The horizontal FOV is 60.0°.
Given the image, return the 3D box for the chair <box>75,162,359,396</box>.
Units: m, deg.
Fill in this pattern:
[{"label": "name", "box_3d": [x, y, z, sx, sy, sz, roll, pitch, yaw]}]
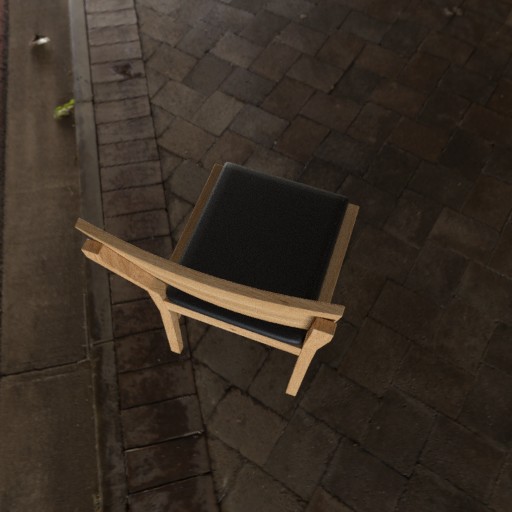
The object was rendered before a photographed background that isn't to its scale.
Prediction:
[{"label": "chair", "box_3d": [0.000, 0.000, 1.260, 0.475, 0.950, 0.569, 18, 66, 8]}]
